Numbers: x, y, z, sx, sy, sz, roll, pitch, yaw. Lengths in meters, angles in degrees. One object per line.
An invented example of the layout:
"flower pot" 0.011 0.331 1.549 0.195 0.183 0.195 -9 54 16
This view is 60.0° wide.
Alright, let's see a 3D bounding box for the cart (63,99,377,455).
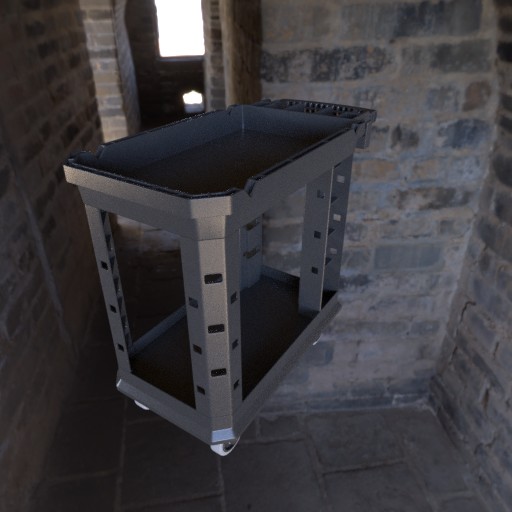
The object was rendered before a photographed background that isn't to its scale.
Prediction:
"cart" 0.000 0.000 1.540 0.497 0.884 1.061 18 35 28
